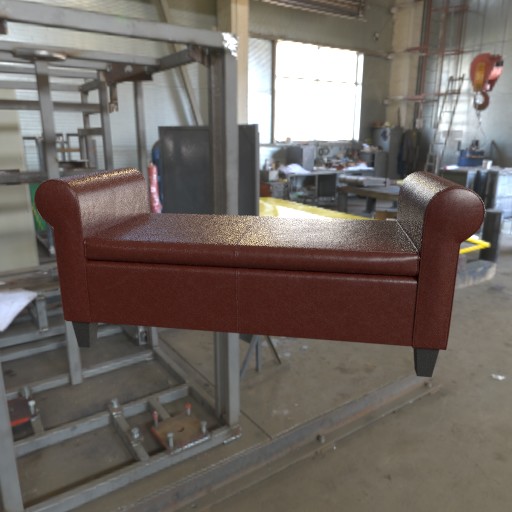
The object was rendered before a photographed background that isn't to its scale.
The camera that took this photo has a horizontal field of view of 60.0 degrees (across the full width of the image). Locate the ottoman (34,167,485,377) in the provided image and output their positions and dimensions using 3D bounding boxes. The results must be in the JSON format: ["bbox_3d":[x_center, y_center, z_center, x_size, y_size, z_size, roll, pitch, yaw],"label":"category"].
[{"bbox_3d":[0.000,0.000,1.508,1.256,0.547,0.521,3,15,10],"label":"ottoman"}]
